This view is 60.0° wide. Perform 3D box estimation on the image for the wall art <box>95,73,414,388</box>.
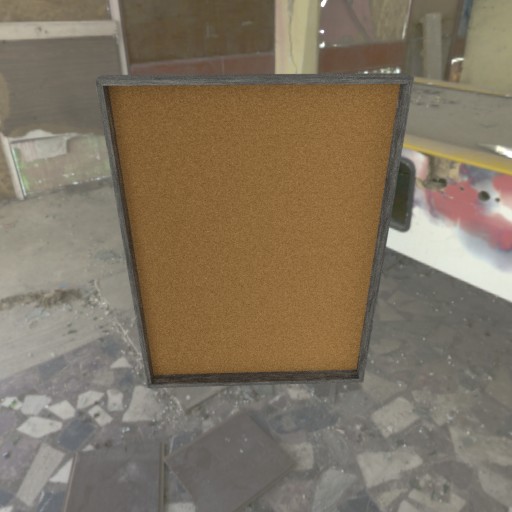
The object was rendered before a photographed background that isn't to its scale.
[{"bbox_3d":[0.000,0.000,1.337,0.762,1.016,0.063,-1,30,-2],"label":"wall art"}]
